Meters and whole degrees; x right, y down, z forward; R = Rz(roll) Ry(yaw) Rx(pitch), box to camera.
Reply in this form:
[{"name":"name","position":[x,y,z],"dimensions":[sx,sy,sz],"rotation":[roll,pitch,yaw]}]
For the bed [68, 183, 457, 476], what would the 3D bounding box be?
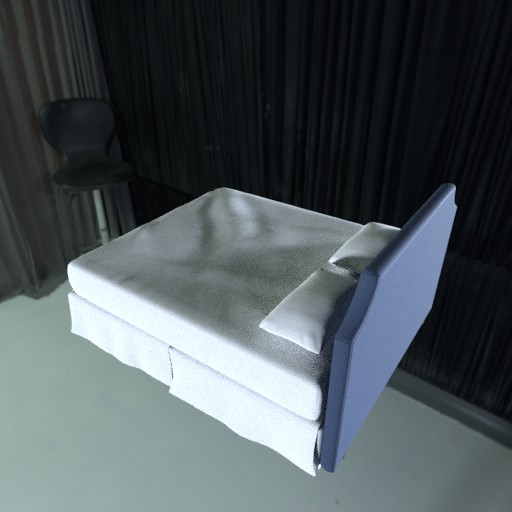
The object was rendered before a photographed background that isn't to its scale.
[{"name":"bed","position":[0.000,0.000,4.025],"dimensions":[2.773,1.488,2.350],"rotation":[20,36,30]}]
